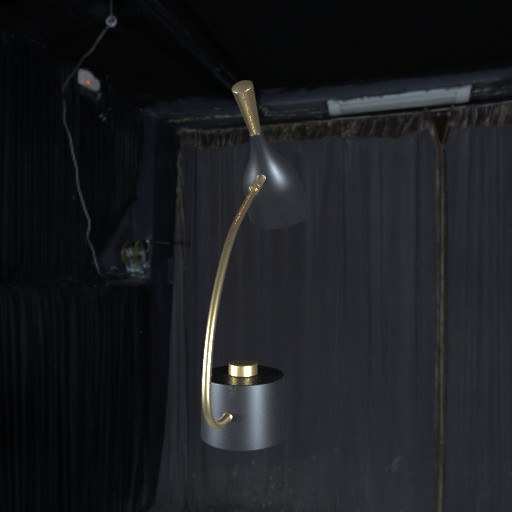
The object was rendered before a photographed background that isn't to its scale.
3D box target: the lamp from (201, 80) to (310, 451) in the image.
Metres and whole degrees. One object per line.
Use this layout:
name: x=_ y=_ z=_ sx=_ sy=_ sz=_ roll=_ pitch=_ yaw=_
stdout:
lamp: x=0.000 y=0.000 z=0.634 sx=0.110 sy=0.464 sz=0.352 roll=0 pitch=-1 yaw=18
